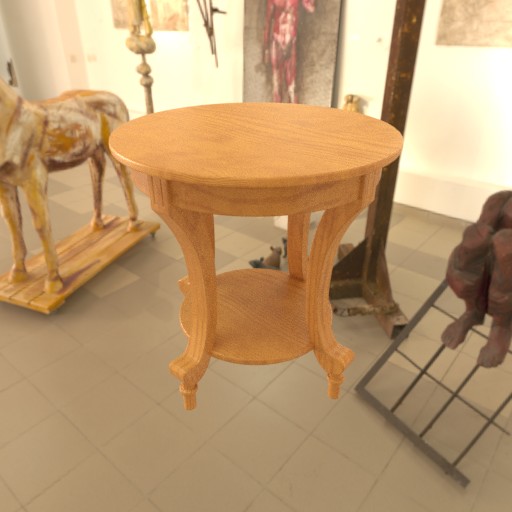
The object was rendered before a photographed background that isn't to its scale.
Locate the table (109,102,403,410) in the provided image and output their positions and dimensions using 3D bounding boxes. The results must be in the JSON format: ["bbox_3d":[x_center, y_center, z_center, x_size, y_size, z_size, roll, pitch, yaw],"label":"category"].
[{"bbox_3d":[0.000,0.000,1.083,0.597,0.612,0.597,0,30,0],"label":"table"}]
